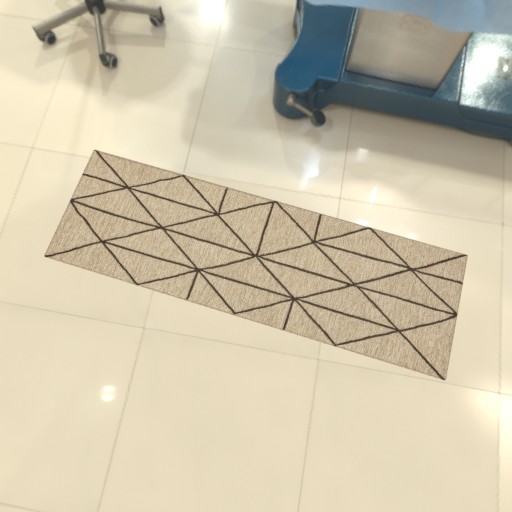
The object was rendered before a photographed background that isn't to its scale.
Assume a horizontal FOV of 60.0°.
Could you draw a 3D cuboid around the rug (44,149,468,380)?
[{"bbox_3d":[0.000,0.000,2.670,2.438,0.012,0.762,16,74,5],"label":"rug"}]
